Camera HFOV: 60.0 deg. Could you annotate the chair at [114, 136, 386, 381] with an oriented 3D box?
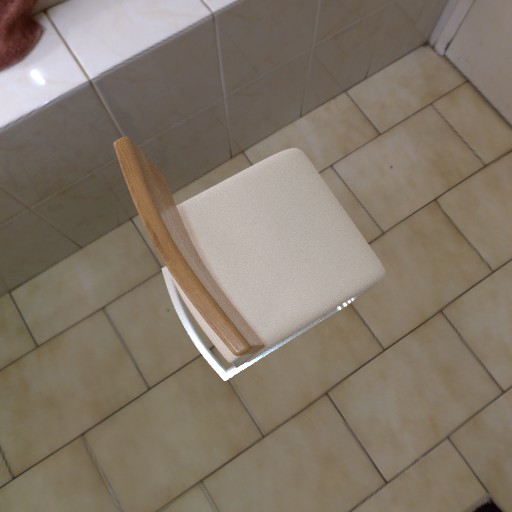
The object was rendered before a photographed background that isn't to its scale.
[{"bbox_3d":[0.000,0.000,1.213,0.585,0.844,0.467,-30,77,-8],"label":"chair"}]
